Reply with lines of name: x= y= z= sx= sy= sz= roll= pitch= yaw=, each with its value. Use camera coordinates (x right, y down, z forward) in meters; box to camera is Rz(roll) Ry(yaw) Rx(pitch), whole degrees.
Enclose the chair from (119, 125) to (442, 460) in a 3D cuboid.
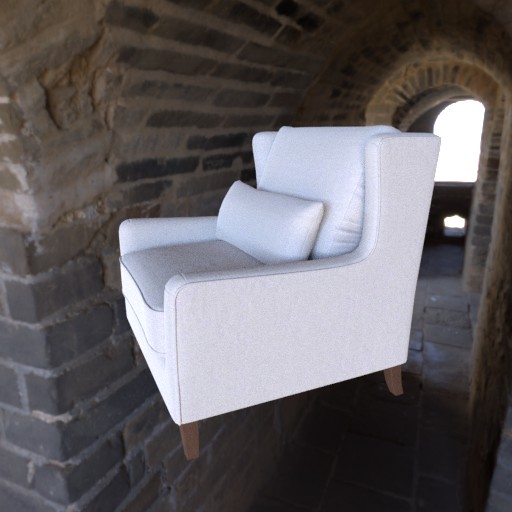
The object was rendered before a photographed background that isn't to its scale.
chair: x=0.000 y=0.000 z=1.868 sx=1.040 sy=1.056 sz=0.982 roll=-7 pitch=17 yaw=-24
